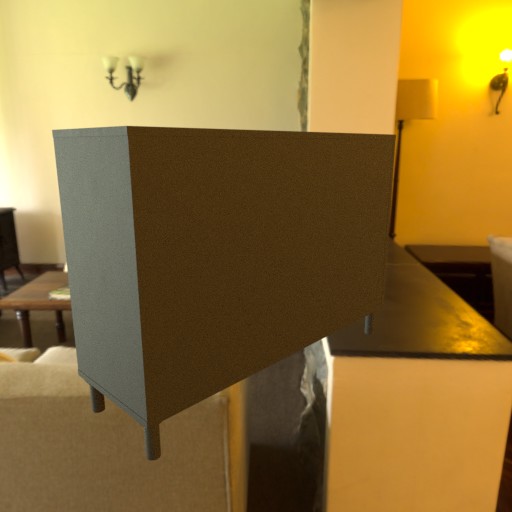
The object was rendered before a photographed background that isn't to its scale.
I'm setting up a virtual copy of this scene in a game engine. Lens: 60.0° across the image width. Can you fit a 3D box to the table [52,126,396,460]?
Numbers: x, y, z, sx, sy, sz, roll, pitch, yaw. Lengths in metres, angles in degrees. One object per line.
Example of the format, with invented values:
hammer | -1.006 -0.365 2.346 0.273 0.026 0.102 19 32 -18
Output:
table | 0.000 0.000 1.595 0.400 0.855 1.200 13 19 42
